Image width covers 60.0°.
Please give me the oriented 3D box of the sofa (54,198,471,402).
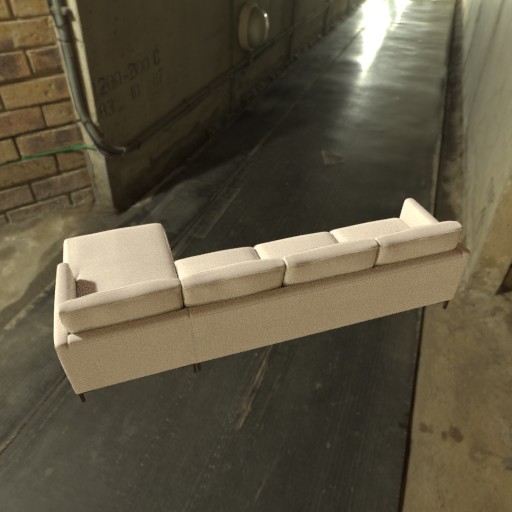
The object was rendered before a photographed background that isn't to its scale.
[{"bbox_3d":[0.000,0.000,2.926,2.445,0.677,1.126,-11,41,-13],"label":"sofa"}]
